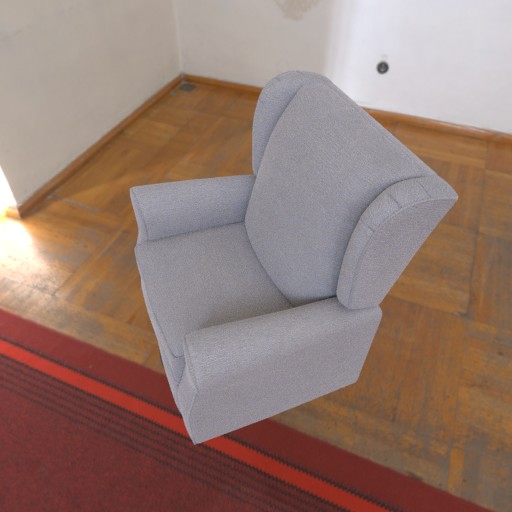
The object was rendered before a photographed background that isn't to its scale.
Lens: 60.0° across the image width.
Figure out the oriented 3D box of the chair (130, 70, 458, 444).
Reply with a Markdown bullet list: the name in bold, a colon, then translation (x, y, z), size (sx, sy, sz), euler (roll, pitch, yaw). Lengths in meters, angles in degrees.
- **chair**: translation (0.000, 0.000, 1.621), size (0.854, 0.966, 0.906), euler (-16, 49, -15)
